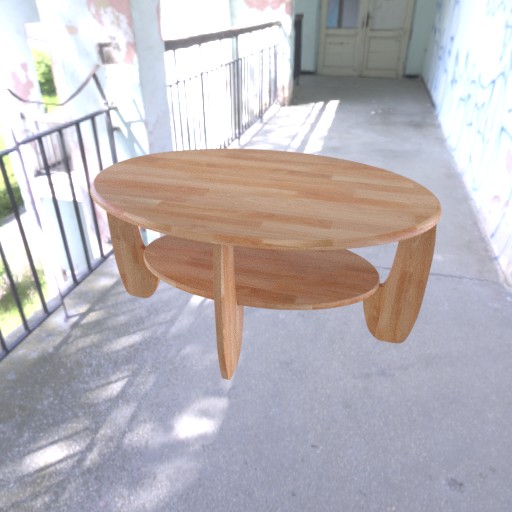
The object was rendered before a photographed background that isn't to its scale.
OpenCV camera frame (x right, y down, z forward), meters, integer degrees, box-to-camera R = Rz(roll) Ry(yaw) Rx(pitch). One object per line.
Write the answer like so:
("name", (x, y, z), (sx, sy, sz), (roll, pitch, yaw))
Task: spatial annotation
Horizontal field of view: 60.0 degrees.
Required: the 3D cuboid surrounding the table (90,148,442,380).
("table", (0.000, 0.000, 1.419), (1.040, 0.490, 0.690), (8, 32, 14))
